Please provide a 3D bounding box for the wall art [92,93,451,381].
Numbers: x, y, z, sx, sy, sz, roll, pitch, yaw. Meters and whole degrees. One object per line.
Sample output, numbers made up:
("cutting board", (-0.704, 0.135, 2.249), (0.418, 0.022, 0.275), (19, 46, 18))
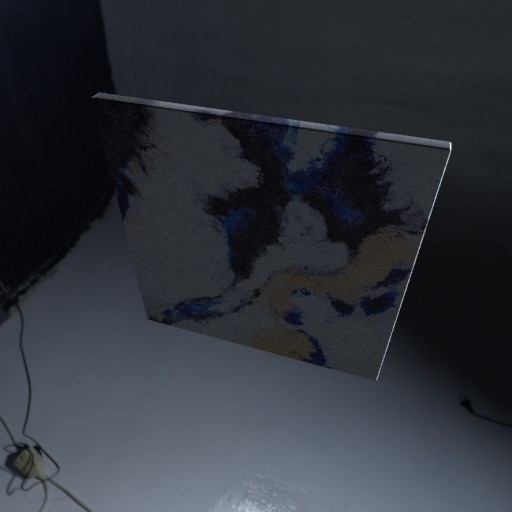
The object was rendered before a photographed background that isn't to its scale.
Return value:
("wall art", (0.000, 0.000, 1.353), (0.887, 0.885, 0.038), (12, 43, 13))
